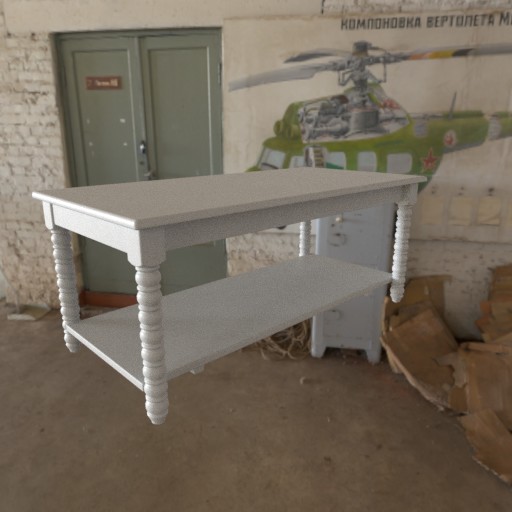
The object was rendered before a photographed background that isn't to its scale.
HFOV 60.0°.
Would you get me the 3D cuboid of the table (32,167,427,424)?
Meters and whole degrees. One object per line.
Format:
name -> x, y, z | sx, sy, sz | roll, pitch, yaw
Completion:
table -> 0.000, 0.000, 1.477 | 1.171, 0.487, 0.580 | -15, 22, -42
